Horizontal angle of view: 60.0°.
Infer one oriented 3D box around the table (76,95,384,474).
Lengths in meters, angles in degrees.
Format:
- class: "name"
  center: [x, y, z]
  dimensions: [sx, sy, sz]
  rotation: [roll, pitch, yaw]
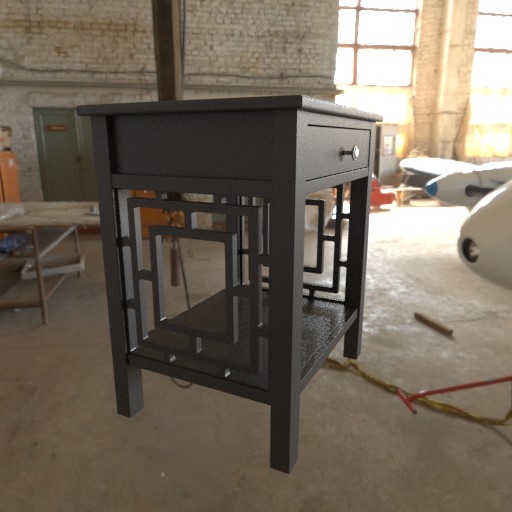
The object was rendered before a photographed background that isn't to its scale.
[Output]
- class: "table"
  center: [0.000, 0.000, 1.033]
  dimensions: [0.451, 0.646, 0.564]
  rotation: [7, 16, 26]
